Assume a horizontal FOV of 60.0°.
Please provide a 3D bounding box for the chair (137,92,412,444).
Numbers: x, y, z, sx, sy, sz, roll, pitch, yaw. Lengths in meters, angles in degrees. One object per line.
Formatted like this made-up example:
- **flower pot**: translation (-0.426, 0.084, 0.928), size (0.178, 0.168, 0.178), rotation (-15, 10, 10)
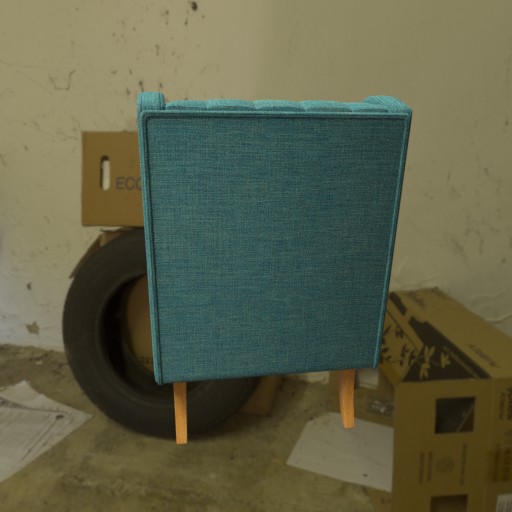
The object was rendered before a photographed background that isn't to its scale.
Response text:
- **chair**: translation (0.000, 0.000, 1.446), size (0.711, 0.952, 0.775), rotation (-2, 14, -8)
